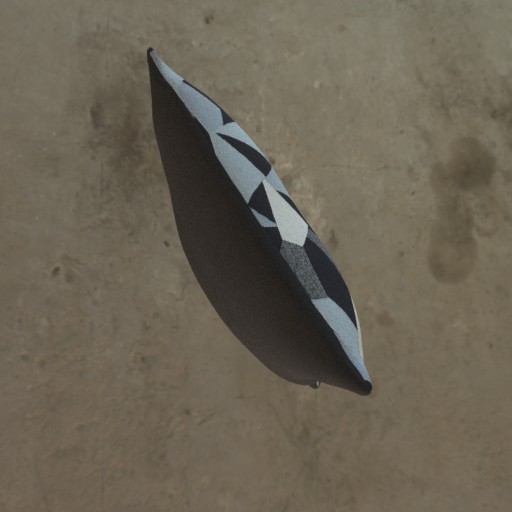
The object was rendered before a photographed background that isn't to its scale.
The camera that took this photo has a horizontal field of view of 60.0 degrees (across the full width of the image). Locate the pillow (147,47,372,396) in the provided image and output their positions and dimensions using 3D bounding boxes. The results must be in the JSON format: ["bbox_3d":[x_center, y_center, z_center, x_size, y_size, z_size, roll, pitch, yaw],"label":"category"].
[{"bbox_3d":[0.000,0.000,0.736,0.208,0.496,0.503,-30,77,-8],"label":"pillow"}]
